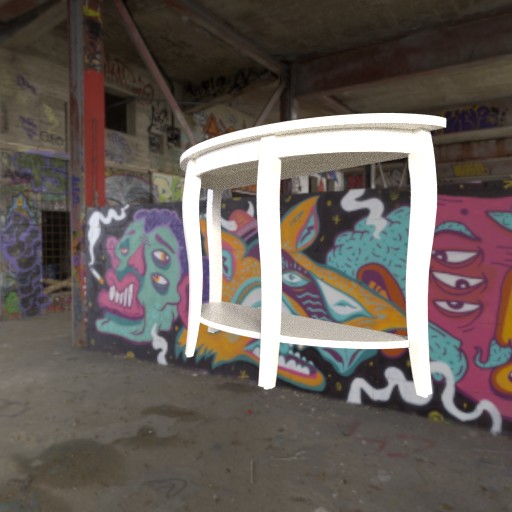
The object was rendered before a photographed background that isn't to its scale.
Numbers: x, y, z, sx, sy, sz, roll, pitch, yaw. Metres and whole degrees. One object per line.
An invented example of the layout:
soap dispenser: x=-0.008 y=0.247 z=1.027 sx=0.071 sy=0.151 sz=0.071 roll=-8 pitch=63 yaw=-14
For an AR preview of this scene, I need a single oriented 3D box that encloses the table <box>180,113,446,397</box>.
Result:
table: x=0.000 y=0.000 z=1.602 sx=0.394 sy=0.780 sz=1.219 roll=-1 pitch=2 yaw=-37
